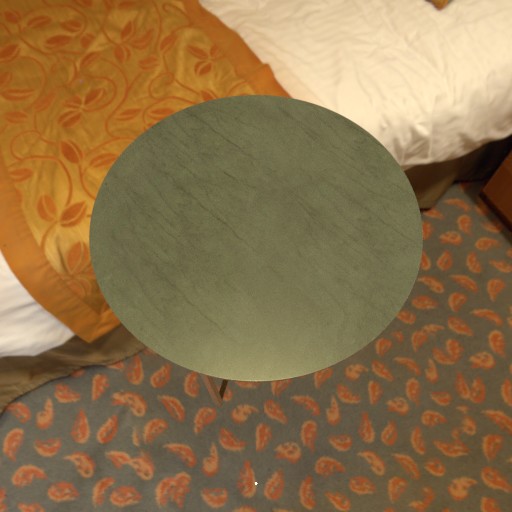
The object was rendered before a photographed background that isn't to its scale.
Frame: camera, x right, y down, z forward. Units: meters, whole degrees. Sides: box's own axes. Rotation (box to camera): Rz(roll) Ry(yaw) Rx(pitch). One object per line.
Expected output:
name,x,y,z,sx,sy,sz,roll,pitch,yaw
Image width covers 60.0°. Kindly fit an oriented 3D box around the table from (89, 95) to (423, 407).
table,0.000,0.000,1.279,0.800,0.450,0.800,0,63,0
